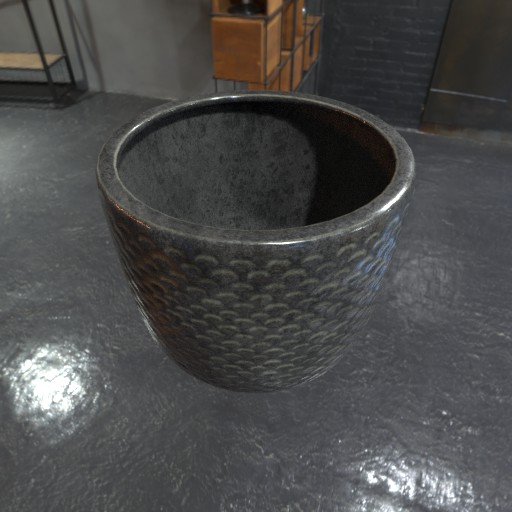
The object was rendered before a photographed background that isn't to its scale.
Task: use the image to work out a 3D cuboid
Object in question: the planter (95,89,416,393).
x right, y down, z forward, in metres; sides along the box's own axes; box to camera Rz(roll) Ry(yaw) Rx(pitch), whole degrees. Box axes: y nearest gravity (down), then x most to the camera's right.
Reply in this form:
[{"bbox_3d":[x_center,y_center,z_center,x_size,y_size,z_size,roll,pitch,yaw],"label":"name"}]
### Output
[{"bbox_3d":[0.000,0.000,0.238,0.140,0.129,0.140,0,41,0],"label":"planter"}]
